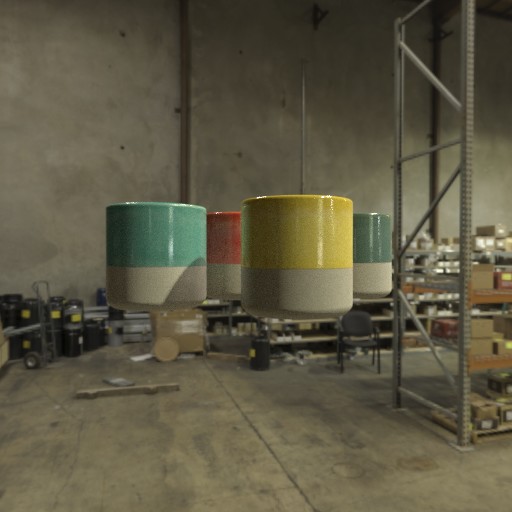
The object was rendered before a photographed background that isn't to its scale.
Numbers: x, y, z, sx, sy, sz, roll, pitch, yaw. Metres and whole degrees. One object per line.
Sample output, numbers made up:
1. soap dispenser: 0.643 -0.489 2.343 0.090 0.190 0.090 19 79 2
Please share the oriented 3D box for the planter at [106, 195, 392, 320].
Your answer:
1. planter: 0.000 0.000 0.402 0.257 0.075 0.286 0 1 -18
